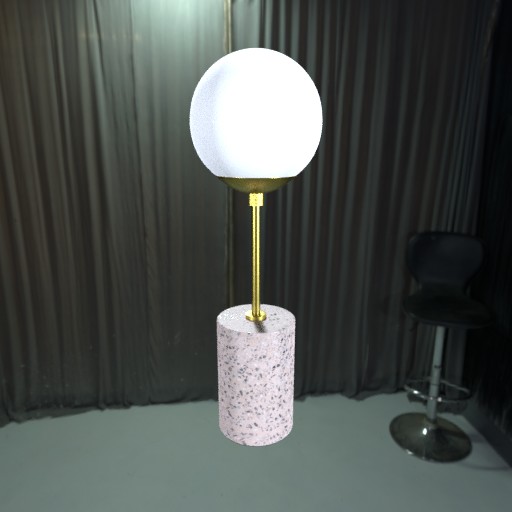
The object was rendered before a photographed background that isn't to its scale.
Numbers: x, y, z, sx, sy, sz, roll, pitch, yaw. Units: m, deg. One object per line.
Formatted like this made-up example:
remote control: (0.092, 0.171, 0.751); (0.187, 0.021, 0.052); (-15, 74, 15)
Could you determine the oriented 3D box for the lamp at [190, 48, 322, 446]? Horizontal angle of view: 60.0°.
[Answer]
lamp: (0.000, 0.000, 0.559); (0.153, 0.480, 0.153); (0, 14, 0)
